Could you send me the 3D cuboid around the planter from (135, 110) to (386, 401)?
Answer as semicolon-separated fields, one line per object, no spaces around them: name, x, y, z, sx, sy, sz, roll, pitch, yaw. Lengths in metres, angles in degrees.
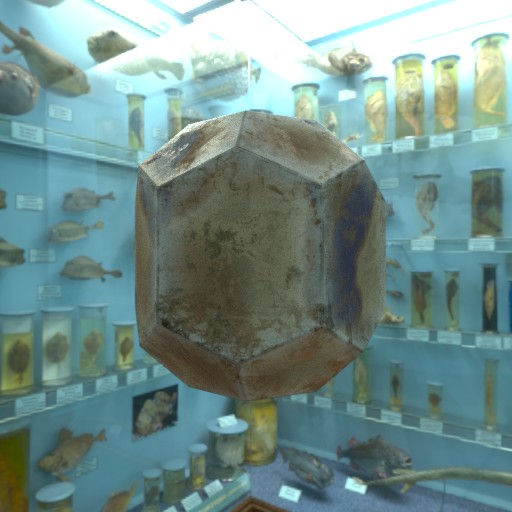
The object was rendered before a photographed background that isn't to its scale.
planter;0.000;0.000;0.427;0.221;0.238;0.243;0;0;37
